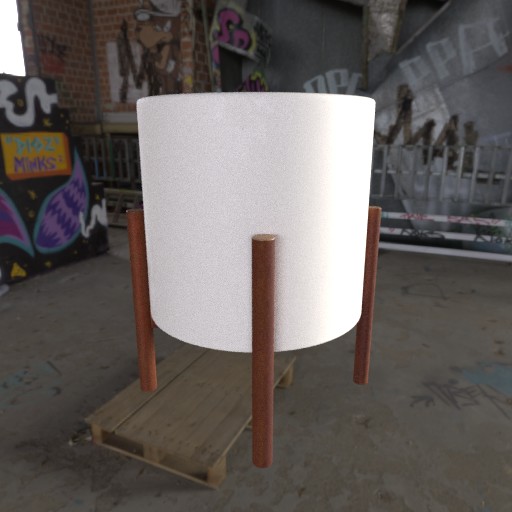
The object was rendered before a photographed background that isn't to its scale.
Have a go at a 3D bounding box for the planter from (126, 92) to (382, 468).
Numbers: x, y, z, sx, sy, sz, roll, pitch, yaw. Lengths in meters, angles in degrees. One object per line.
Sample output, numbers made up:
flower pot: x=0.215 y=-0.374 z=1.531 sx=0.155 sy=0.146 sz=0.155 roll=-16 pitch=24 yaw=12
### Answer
planter: x=0.000 y=0.000 z=0.880 sx=0.421 sy=0.581 sz=0.420 roll=15 pitch=22 yaw=43
